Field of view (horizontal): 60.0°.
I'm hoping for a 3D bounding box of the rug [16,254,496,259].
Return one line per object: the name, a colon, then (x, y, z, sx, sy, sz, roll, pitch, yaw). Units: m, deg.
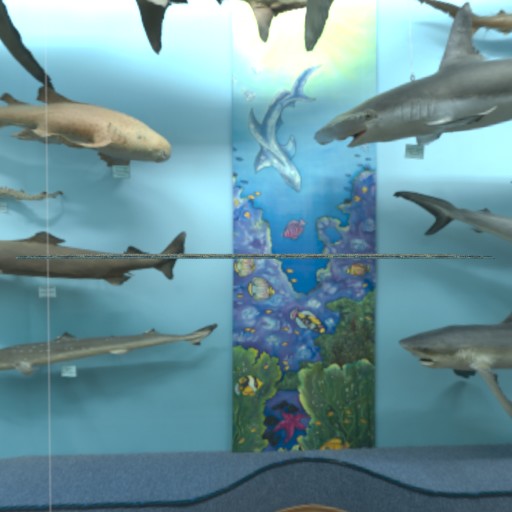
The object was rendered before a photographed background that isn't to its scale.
rug: (0.000, 0.000, 2.453, 2.292, 0.014, 0.685, 0, 1, 0)
